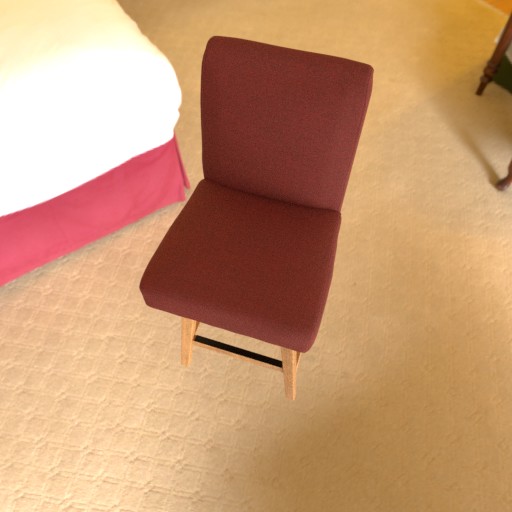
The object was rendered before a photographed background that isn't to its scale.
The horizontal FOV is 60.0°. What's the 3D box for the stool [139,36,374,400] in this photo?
[{"bbox_3d":[0.000,0.000,1.335,0.468,1.038,0.562,15,59,9],"label":"stool"}]
